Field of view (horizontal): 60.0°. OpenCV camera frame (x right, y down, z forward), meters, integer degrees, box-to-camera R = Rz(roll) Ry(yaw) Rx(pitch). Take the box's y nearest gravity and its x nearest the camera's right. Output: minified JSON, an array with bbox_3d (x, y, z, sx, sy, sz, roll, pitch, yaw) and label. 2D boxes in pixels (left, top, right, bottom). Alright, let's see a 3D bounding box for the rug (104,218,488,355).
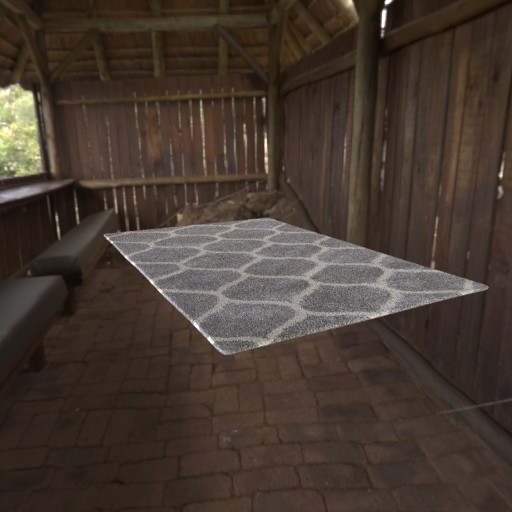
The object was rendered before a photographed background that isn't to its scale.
[{"bbox_3d":[0.000,0.000,3.449,1.801,0.026,2.701,-8,17,-28],"label":"rug"}]
